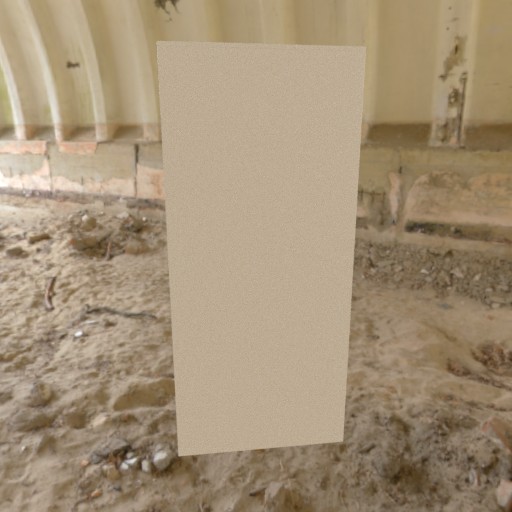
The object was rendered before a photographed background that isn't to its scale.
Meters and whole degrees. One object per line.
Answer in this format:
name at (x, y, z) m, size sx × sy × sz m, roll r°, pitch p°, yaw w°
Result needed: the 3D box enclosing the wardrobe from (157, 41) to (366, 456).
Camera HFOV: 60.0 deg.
wardrobe at (0.000, 0.000, 2.034) m, size 0.760 × 1.700 × 0.470 m, roll -2°, pitch 15°, yaw -7°
